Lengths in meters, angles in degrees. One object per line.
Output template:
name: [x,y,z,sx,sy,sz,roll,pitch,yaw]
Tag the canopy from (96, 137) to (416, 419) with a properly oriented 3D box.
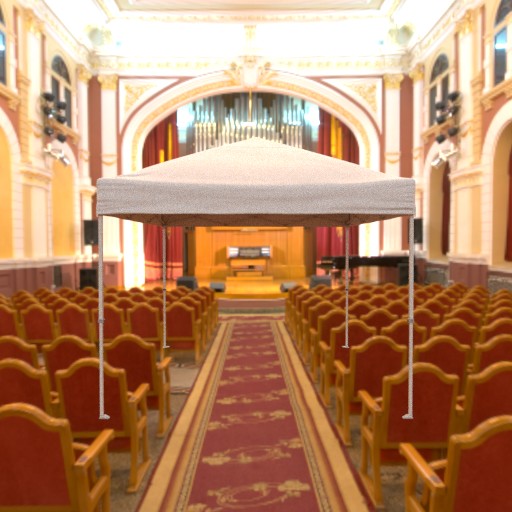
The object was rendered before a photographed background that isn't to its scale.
canopy: [0.000,0.000,5.622,2.998,2.997,2.996,0,1,0]
